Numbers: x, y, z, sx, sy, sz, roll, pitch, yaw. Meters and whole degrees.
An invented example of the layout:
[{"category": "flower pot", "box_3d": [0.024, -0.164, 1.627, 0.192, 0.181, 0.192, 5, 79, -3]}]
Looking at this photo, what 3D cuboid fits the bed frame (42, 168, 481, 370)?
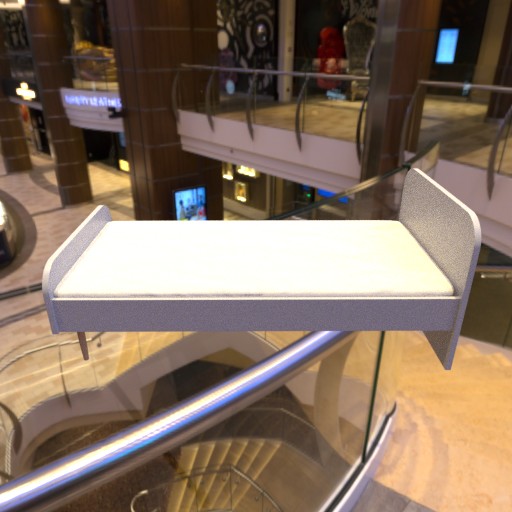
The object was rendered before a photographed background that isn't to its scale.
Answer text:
[{"category": "bed frame", "box_3d": [0.000, 0.000, 2.507, 1.963, 0.805, 0.998, 0, 26, 0]}]
